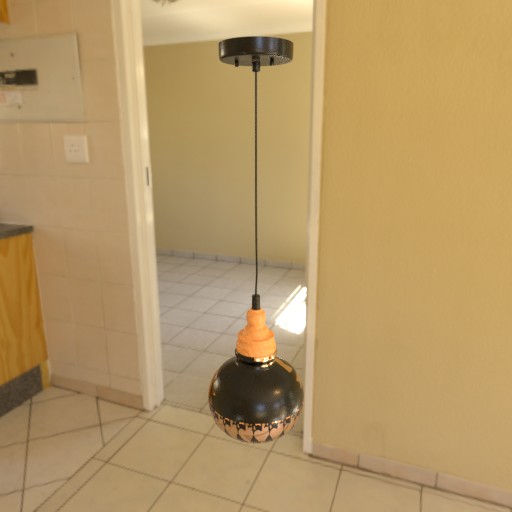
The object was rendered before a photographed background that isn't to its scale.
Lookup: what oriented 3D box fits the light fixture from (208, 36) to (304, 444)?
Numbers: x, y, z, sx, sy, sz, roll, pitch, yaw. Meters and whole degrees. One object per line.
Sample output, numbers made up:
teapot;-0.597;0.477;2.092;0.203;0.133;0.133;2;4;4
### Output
light fixture;0.000;0.000;1.834;0.430;1.606;0.430;3;15;11
